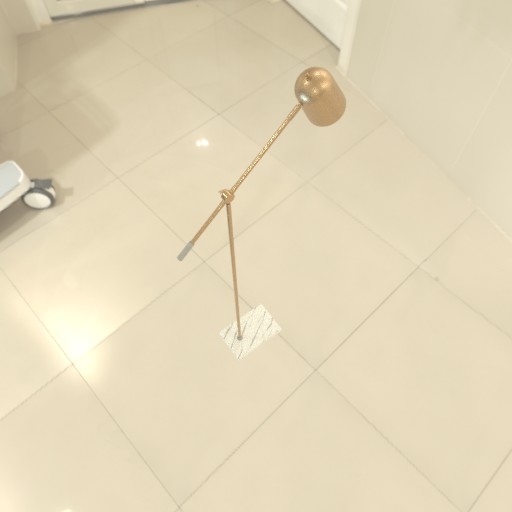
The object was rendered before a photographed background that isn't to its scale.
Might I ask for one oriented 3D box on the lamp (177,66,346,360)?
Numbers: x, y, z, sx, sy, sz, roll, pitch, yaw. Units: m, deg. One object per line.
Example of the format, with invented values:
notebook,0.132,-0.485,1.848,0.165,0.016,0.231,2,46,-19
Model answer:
lamp,0.000,0.000,1.839,0.653,1.594,0.194,-32,64,-18
